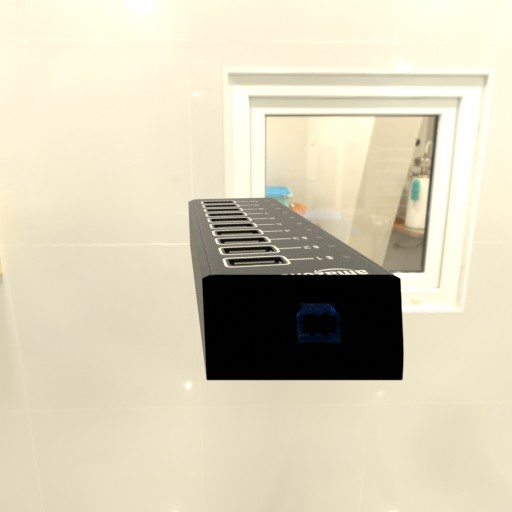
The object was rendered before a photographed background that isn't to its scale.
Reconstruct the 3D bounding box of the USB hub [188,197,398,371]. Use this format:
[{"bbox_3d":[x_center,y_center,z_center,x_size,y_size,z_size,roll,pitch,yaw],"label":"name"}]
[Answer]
[{"bbox_3d":[0.000,0.000,0.160,0.044,0.023,0.145,-3,15,-9],"label":"USB hub"}]
